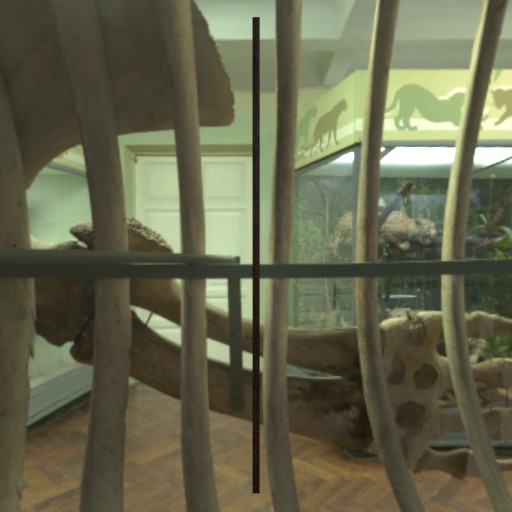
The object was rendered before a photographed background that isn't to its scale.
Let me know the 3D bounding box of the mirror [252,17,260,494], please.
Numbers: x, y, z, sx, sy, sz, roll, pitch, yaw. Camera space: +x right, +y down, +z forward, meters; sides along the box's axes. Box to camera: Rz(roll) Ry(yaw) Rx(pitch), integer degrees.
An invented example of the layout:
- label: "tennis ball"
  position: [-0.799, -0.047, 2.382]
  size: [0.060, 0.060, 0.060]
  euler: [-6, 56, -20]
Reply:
- label: "mirror"
  position: [0.000, 0.000, 2.295]
  size: [0.032, 2.031, 0.812]
  euler: [0, 1, 0]
